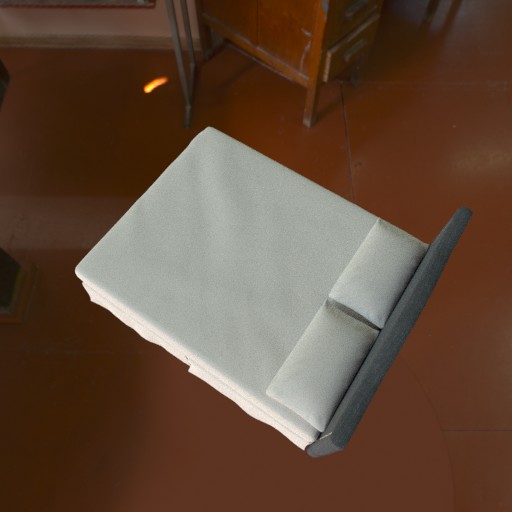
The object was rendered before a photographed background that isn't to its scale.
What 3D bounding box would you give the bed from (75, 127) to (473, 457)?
[{"bbox_3d":[0.000,0.000,3.933,2.689,1.457,2.161,32,68,14],"label":"bed"}]
